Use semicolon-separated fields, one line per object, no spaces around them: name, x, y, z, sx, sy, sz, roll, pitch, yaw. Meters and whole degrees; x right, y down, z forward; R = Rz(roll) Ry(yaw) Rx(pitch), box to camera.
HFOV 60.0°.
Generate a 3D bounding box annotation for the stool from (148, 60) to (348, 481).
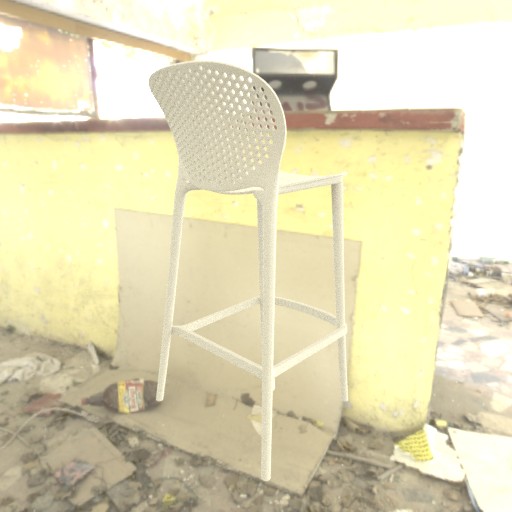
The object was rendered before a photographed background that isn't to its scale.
stool;0.000;0.000;1.363;0.535;1.045;0.536;-14;20;-43
